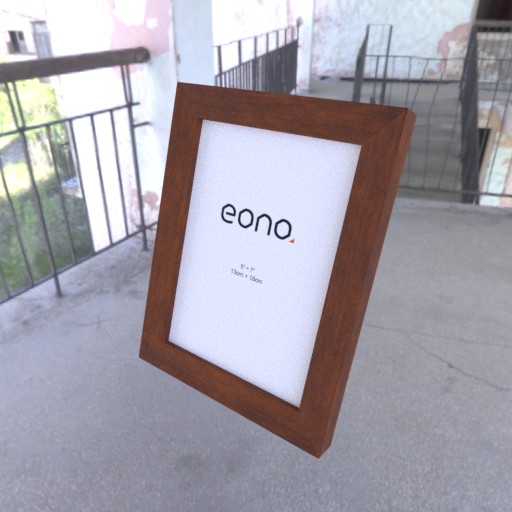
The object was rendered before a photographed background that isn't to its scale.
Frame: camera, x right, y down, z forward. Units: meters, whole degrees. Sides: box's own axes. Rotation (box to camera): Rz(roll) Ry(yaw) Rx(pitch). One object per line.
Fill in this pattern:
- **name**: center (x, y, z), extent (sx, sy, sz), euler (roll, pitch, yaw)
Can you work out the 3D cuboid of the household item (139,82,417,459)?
- **household item**: center (0.000, 0.000, 0.300), extent (0.160, 0.204, 0.096), euler (19, 34, 30)
